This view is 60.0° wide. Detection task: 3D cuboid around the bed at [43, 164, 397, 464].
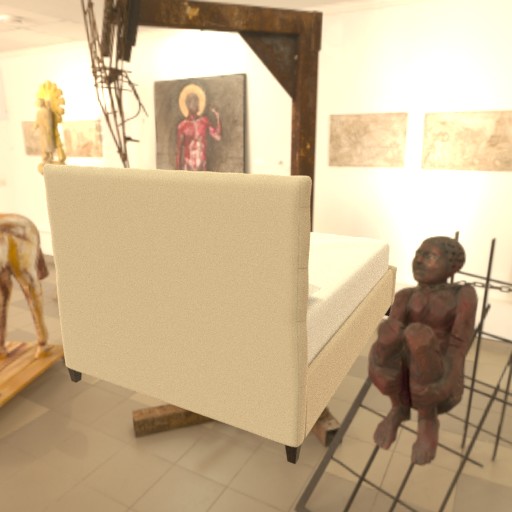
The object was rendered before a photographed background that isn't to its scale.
[{"bbox_3d":[0.000,0.000,3.330,1.696,1.426,2.233,8,17,27],"label":"bed"}]
